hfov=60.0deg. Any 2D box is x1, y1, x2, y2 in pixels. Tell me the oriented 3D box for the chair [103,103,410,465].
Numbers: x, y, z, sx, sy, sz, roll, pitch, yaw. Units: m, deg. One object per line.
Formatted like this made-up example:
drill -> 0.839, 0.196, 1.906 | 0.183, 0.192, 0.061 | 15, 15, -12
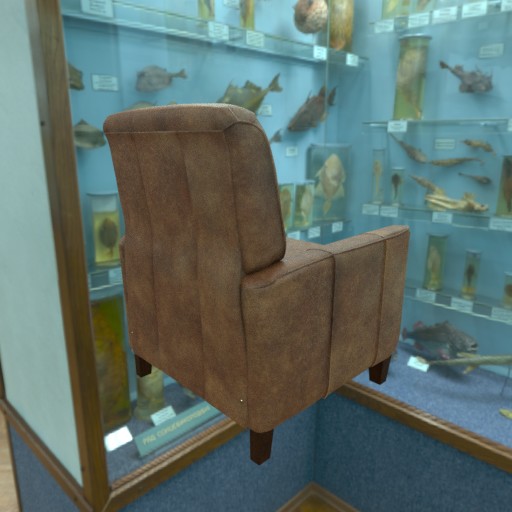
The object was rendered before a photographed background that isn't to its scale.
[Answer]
chair -> 0.000, 0.000, 1.672 | 0.836, 1.043, 0.843 | -14, 20, -42
